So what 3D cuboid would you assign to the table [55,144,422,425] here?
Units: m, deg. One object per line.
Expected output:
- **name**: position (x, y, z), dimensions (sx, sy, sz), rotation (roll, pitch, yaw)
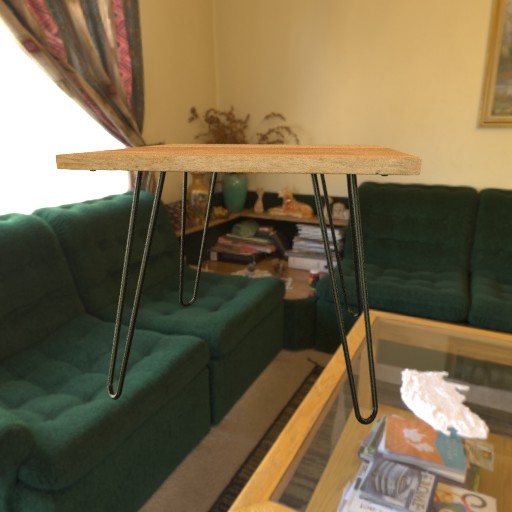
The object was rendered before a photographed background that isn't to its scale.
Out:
- **table**: position (0.000, 0.000, 1.060), dimensions (0.599, 0.500, 0.599), rotation (3, 16, 9)
